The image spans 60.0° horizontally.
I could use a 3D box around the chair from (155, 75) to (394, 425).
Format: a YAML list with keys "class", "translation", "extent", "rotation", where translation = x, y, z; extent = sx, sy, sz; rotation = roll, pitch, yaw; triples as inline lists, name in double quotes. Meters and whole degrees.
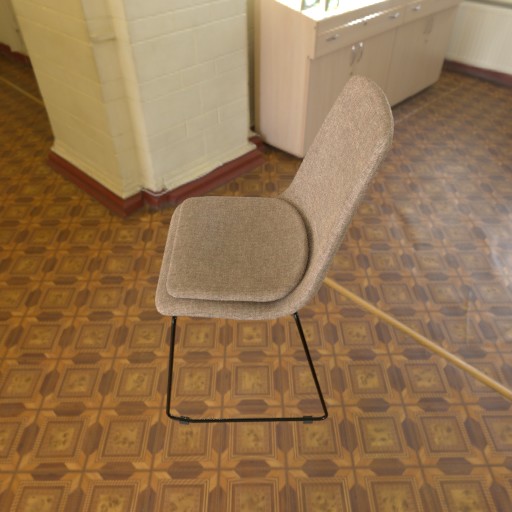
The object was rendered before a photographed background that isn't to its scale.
- class: "chair"
  translation: [0.000, 0.000, 1.157]
  extent: [0.518, 0.858, 0.479]
  rotation: [-1, 42, -1]
